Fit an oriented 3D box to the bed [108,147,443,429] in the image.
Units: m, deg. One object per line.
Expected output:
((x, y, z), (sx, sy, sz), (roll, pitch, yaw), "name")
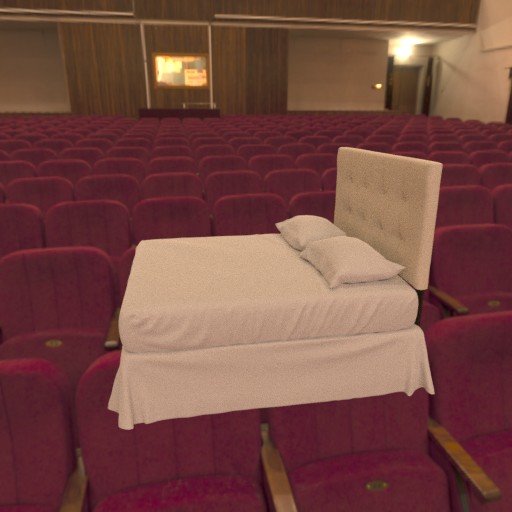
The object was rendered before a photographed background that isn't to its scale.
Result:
((0.000, 0.000, 3.526), (2.222, 1.577, 1.936), (-3, 18, -10), "bed")
